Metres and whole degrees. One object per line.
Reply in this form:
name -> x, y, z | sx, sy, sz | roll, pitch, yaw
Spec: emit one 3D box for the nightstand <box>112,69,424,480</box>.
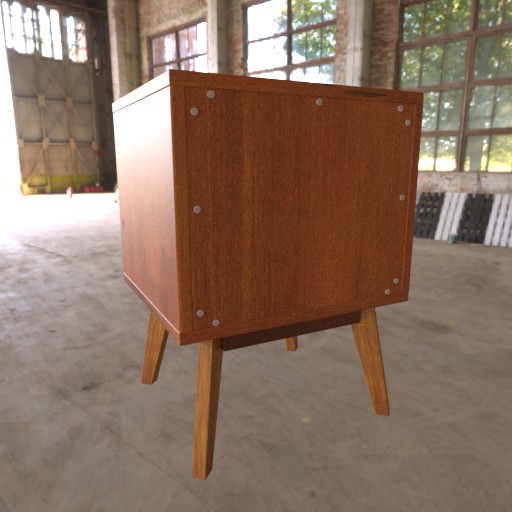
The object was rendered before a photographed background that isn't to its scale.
nightstand -> 0.000, 0.000, 0.913 | 0.460, 0.618, 0.411 | -6, 14, -27
